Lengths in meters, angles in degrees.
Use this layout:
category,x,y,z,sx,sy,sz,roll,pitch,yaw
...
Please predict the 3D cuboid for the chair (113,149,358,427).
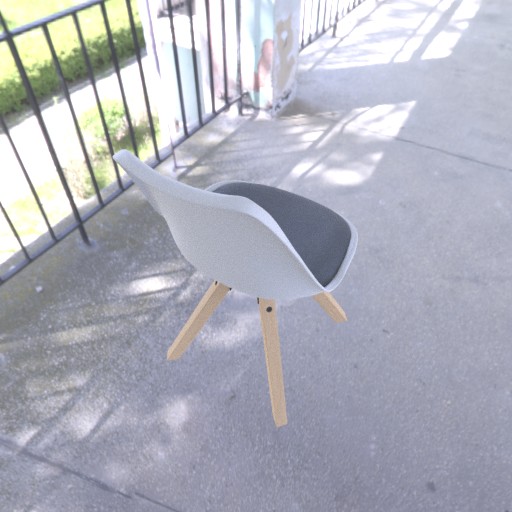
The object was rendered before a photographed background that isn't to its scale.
category,x,y,z,sx,sy,sz,roll,pitch,yaw
chair,0.000,0.000,1.192,0.485,0.850,0.550,25,52,21
